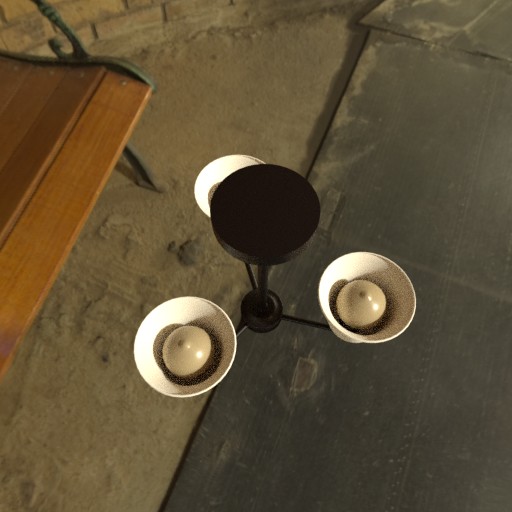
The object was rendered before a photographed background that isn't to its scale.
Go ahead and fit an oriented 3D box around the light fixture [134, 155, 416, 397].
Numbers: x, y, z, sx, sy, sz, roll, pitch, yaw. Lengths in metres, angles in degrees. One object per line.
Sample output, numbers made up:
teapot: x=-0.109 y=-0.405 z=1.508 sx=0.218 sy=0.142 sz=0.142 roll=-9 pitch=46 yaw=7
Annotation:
light fixture: x=0.000 y=0.000 z=0.662 sx=0.388 sy=0.370 sz=0.354 roll=-14 pitch=64 yaw=-7
